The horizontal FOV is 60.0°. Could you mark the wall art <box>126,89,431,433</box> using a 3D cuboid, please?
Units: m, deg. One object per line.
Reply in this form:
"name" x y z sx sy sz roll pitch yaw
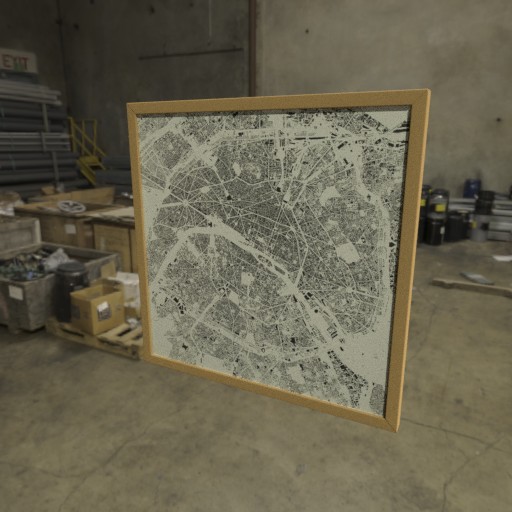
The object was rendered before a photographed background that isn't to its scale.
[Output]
"wall art" 0.000 0.000 1.128 0.761 0.761 0.037 7 16 26
